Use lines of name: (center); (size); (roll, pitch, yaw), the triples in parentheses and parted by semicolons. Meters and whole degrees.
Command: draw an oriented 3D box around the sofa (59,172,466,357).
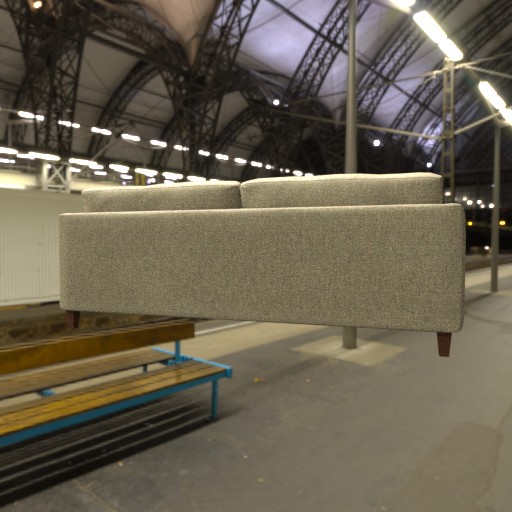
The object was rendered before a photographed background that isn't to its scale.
sofa: (0.000, 0.000, 2.939); (2.434, 0.951, 0.948); (1, 2, 18)
